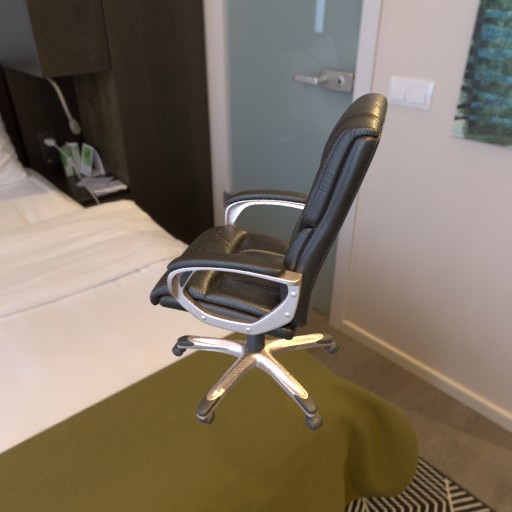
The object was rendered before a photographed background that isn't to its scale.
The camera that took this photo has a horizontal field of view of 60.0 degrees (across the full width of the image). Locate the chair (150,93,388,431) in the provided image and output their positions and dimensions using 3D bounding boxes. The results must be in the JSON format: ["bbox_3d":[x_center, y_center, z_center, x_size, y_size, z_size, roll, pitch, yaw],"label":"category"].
[{"bbox_3d":[0.000,0.000,1.637,0.780,1.145,0.700,9,31,14],"label":"chair"}]
